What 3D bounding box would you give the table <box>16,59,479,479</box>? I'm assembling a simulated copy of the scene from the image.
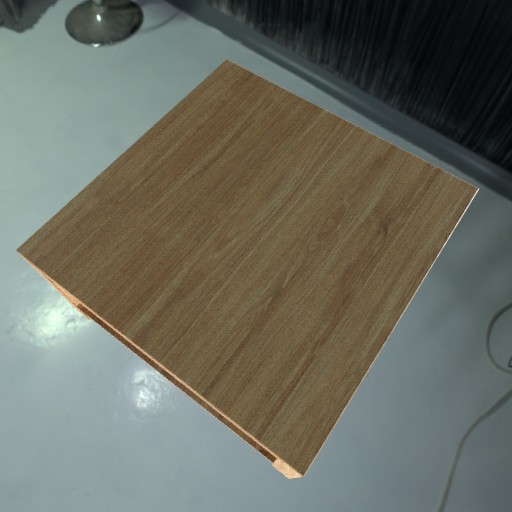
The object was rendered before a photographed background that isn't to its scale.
[{"bbox_3d":[0.000,0.000,1.403,0.900,0.450,0.900,33,67,16],"label":"table"}]
